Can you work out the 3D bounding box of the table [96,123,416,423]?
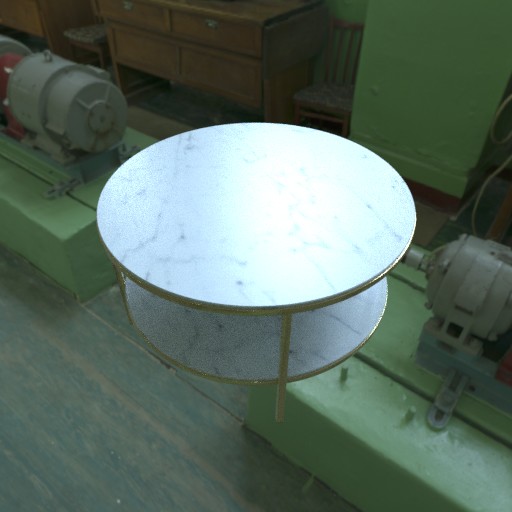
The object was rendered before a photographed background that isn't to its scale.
[{"bbox_3d":[0.000,0.000,1.291,0.800,0.450,0.800,0,42,0],"label":"table"}]
